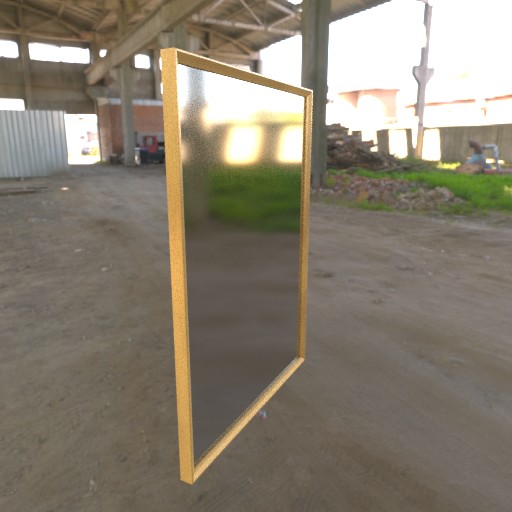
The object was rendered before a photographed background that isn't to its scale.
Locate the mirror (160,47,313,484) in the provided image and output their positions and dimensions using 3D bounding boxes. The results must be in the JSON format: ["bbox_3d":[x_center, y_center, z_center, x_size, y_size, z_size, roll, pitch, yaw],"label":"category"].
[{"bbox_3d":[0.000,0.000,1.331,0.041,1.016,0.762,7,15,27],"label":"mirror"}]
